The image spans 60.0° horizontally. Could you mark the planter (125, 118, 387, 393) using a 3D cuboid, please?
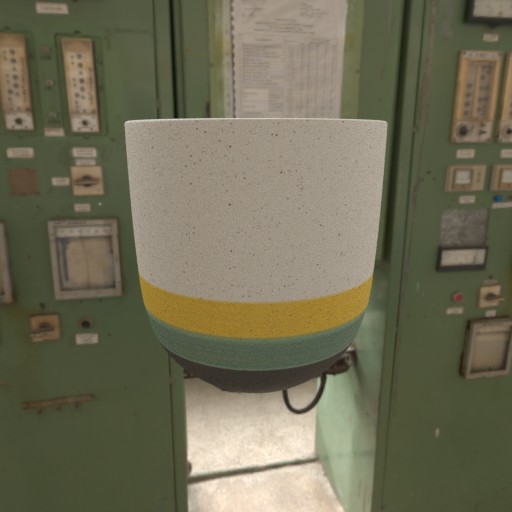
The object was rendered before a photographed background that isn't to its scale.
[{"bbox_3d":[0.000,0.000,0.370,0.195,0.214,0.195,0,15,0],"label":"planter"}]
